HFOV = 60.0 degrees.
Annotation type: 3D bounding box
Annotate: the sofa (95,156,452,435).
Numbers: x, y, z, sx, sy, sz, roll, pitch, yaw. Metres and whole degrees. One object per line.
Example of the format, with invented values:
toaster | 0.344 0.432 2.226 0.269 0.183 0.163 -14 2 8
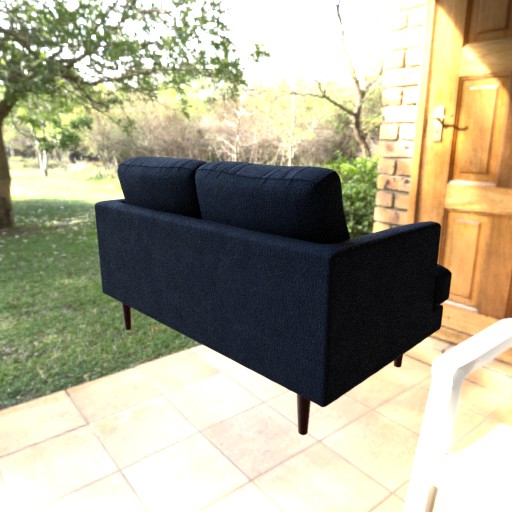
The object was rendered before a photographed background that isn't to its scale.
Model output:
sofa | 0.000 0.000 2.176 0.903 0.944 1.582 -14 21 -43
